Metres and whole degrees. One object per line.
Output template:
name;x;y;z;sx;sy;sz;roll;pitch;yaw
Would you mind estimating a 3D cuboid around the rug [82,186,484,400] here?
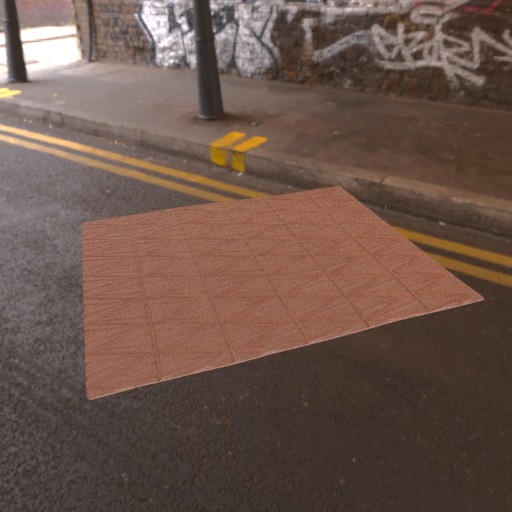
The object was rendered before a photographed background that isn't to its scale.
rug;0.000;0.000;4.117;3.052;0.043;2.453;-10;34;-16
